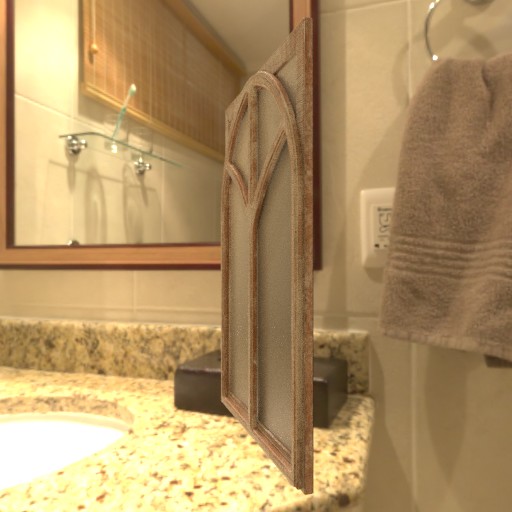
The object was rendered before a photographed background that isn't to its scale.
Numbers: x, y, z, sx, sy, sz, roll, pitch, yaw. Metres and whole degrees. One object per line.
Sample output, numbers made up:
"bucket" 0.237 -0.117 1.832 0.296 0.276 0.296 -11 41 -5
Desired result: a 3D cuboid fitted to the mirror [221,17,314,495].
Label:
"mirror" 0.000 0.000 0.961 0.058 0.787 0.495 0 0 -19
